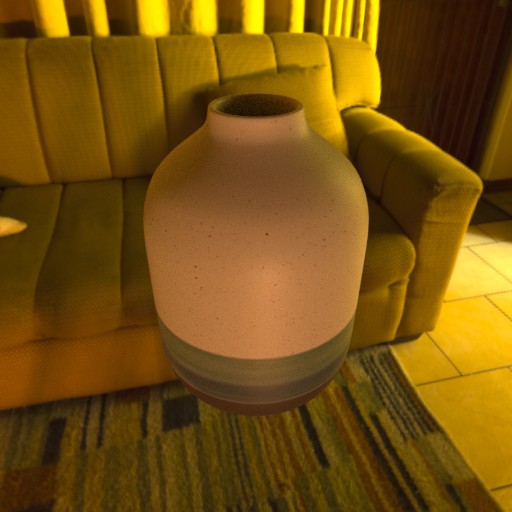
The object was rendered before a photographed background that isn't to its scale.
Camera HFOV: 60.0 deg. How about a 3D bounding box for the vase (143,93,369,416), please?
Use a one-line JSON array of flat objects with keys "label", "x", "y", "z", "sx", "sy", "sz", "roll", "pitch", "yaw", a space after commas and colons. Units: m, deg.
[{"label": "vase", "x": 0.000, "y": 0.000, "z": 0.359, "sx": 0.169, "sy": 0.240, "sz": 0.169, "roll": 0, "pitch": 33, "yaw": 0}]
